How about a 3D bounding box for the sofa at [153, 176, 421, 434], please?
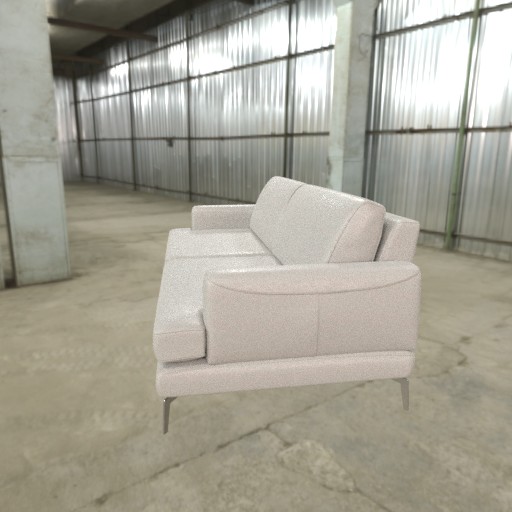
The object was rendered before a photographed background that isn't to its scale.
[{"bbox_3d":[0.000,0.000,2.379,0.974,0.765,1.940,-2,13,-9],"label":"sofa"}]
